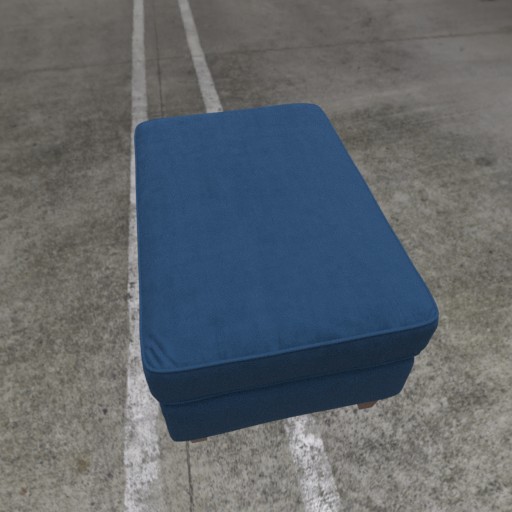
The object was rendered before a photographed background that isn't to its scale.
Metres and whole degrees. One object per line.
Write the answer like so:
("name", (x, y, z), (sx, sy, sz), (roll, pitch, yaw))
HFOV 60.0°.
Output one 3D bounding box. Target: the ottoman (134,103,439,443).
("ottoman", (0.000, 0.000, 1.225), (0.583, 0.484, 0.862), (-8, 48, -8))
